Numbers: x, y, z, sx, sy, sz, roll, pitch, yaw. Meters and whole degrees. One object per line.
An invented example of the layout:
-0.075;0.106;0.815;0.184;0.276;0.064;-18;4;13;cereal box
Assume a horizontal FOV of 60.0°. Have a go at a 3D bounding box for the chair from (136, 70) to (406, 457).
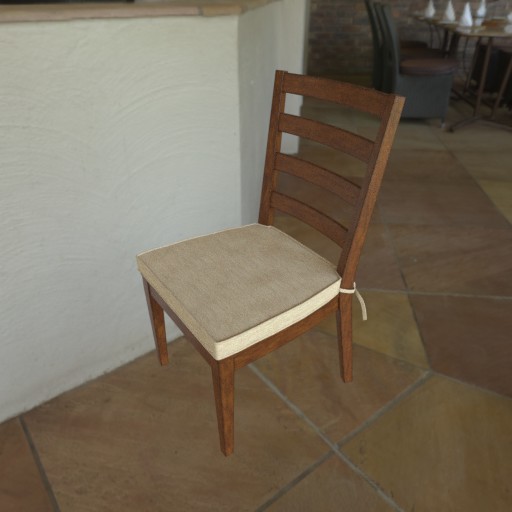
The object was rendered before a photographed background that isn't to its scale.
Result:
0.000;0.000;1.379;0.595;0.979;0.593;-20;36;-29;chair
